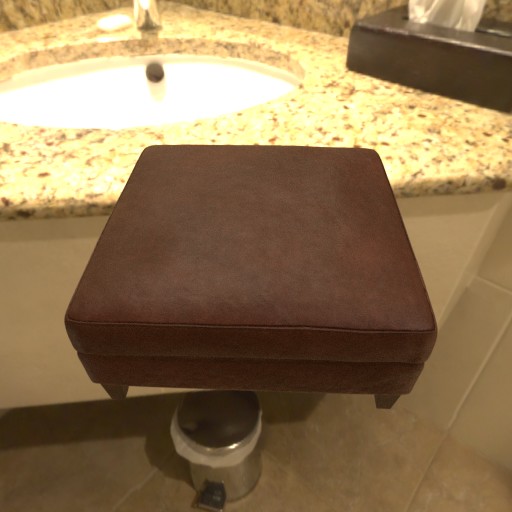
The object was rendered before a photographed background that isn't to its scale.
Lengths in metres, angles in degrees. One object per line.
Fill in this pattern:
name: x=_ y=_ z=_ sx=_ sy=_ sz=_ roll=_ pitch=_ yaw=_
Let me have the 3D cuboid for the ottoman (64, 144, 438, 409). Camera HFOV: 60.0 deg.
ottoman: x=0.000 y=0.000 z=1.347 sx=0.844 sy=0.415 sz=0.836 roll=2 pitch=42 yaw=2
